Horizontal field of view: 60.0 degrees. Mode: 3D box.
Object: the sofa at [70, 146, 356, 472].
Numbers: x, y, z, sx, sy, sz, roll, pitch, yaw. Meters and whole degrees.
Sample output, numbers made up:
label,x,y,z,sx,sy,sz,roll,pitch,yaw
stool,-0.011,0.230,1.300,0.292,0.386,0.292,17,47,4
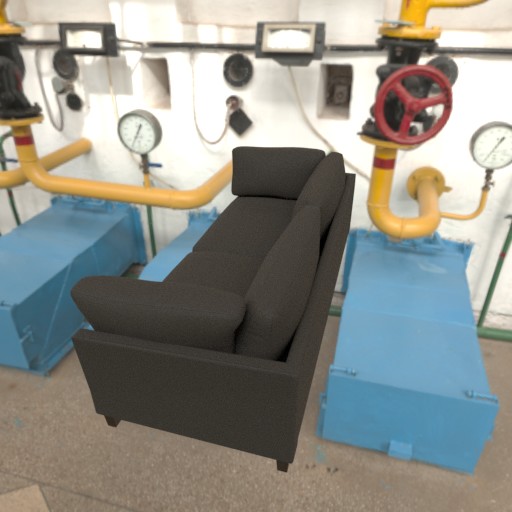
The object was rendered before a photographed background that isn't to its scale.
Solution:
label,x,y,z,sx,sy,sz,roll,pitch,yaw
sofa,0.000,0.000,2.723,0.969,0.792,2.312,8,31,14
